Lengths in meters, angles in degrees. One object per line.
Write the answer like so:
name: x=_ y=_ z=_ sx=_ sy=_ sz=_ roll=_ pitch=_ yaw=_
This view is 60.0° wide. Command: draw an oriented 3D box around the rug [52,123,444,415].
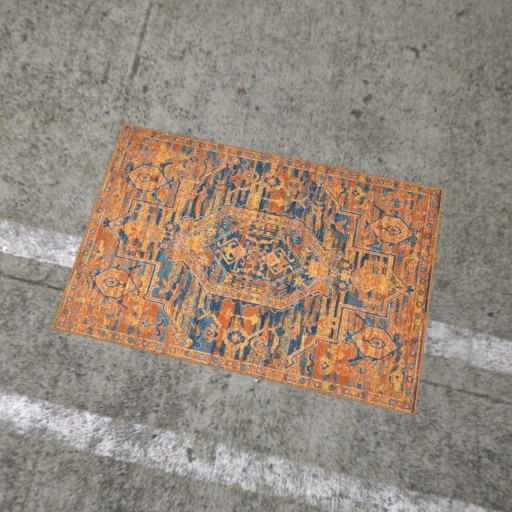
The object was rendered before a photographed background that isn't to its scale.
rug: x=0.000 y=0.000 z=2.227 sx=1.758 sy=0.013 sz=1.148 roll=12 pitch=75 yaw=3
